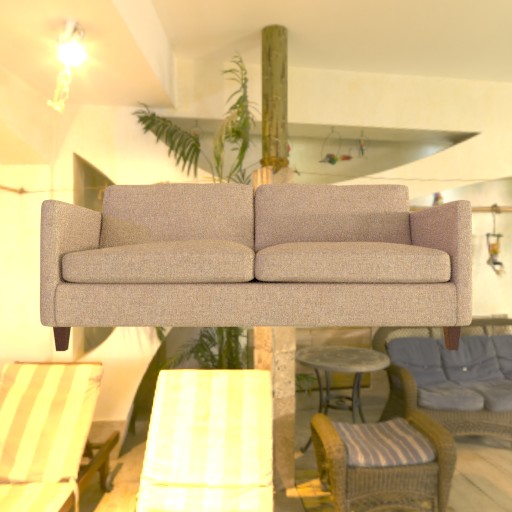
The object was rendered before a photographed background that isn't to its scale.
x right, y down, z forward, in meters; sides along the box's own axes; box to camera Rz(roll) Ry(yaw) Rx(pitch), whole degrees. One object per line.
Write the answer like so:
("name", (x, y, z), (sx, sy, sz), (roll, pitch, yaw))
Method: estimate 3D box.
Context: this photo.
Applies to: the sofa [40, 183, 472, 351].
("sofa", (0.000, 0.000, 2.675), (2.208, 0.965, 0.951), (0, 0, -1))
